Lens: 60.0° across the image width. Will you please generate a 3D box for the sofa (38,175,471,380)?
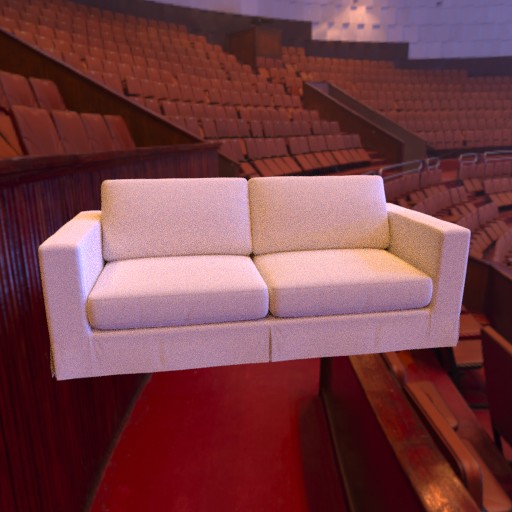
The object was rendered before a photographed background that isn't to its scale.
[{"bbox_3d":[0.000,0.000,2.634,2.163,0.881,0.954,-3,16,-9],"label":"sofa"}]
